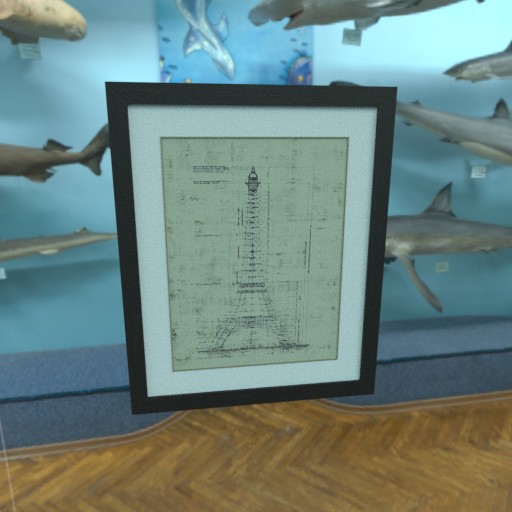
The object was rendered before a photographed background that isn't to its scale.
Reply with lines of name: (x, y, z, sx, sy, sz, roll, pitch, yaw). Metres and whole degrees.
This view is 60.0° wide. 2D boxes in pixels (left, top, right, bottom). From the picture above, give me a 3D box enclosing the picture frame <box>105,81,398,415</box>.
picture frame: (0.000, 0.000, 0.770, 0.452, 0.555, 0.044, -2, 15, -8)
